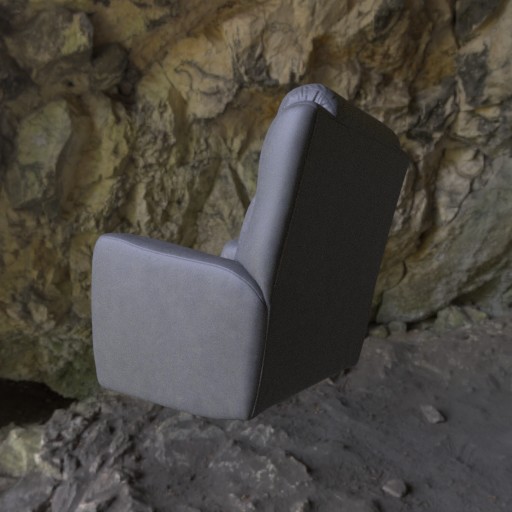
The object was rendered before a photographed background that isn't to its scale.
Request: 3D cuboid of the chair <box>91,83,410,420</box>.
[{"bbox_3d":[0.000,0.000,1.903,1.068,1.116,0.967,1,1,37],"label":"chair"}]
